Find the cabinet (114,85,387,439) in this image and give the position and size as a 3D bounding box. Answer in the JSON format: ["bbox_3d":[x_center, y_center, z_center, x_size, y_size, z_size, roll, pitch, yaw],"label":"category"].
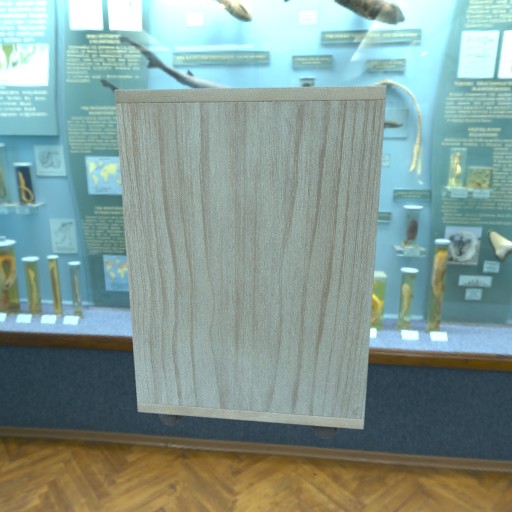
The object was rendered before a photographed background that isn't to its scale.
[{"bbox_3d":[0.000,0.000,0.877,0.401,0.579,0.409,2,14,7],"label":"cabinet"}]
